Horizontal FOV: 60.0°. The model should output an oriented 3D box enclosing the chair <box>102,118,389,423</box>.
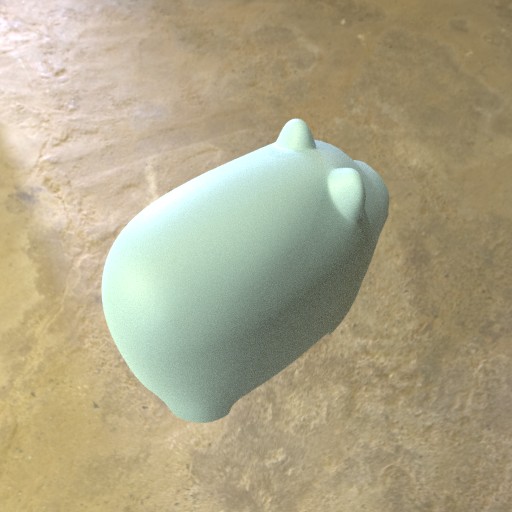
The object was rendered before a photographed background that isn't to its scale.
[{"bbox_3d":[0.000,0.000,0.858,0.619,0.423,0.364,-32,65,-17],"label":"chair"}]
